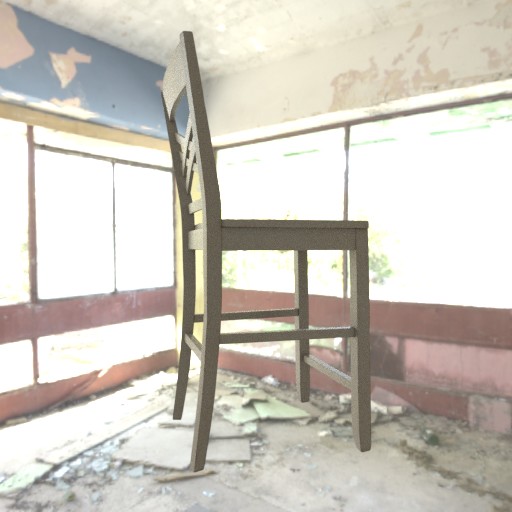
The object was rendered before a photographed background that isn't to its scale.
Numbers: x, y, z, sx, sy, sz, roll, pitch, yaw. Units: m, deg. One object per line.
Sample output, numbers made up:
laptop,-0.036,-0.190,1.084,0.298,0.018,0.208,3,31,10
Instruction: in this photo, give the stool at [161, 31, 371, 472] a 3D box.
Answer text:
stool,0.000,0.000,1.349,0.539,1.079,0.462,0,1,-18
